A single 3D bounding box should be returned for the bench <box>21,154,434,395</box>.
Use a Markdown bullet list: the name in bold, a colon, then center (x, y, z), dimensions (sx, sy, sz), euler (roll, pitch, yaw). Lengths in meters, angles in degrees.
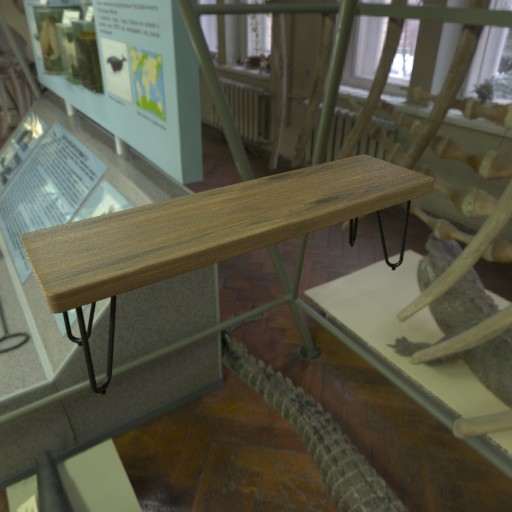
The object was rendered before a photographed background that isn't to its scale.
- **bench**: center (0.000, 0.000, 1.779), dimensions (1.570, 0.462, 0.425), euler (-18, 35, -29)
